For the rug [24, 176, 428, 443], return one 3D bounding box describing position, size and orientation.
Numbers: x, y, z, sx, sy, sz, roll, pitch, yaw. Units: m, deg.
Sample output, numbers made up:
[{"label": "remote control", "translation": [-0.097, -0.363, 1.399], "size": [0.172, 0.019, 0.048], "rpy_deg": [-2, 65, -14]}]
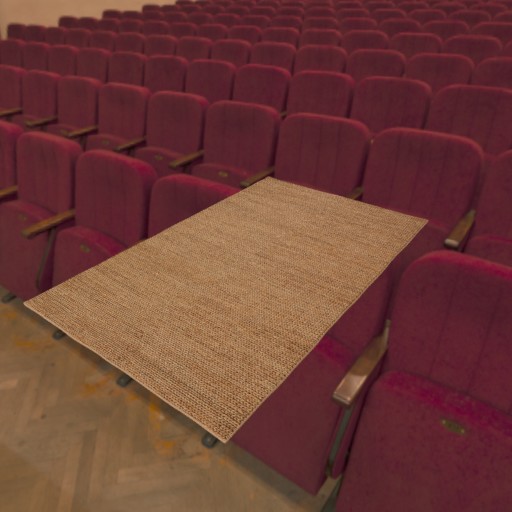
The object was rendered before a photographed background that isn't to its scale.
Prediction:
[{"label": "rug", "translation": [0.000, 0.000, 2.989], "size": [1.521, 0.034, 2.438], "rpy_deg": [21, 37, 31]}]
